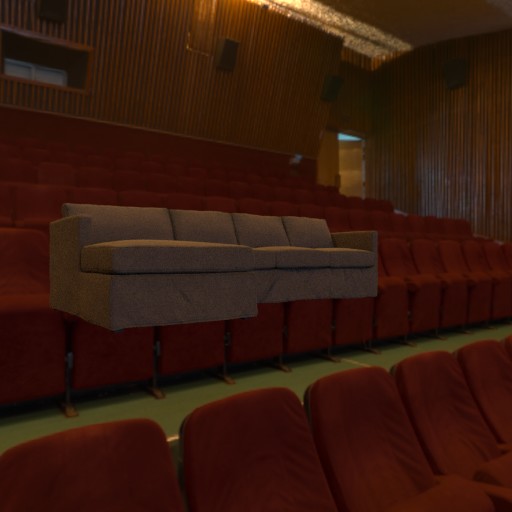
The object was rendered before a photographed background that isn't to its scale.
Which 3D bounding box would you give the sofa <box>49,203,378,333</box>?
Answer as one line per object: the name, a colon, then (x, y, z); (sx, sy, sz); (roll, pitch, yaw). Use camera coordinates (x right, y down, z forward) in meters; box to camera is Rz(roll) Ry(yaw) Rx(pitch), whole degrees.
sofa: (0.000, 0.000, 4.021); (3.205, 0.922, 1.650); (0, 0, -36)
